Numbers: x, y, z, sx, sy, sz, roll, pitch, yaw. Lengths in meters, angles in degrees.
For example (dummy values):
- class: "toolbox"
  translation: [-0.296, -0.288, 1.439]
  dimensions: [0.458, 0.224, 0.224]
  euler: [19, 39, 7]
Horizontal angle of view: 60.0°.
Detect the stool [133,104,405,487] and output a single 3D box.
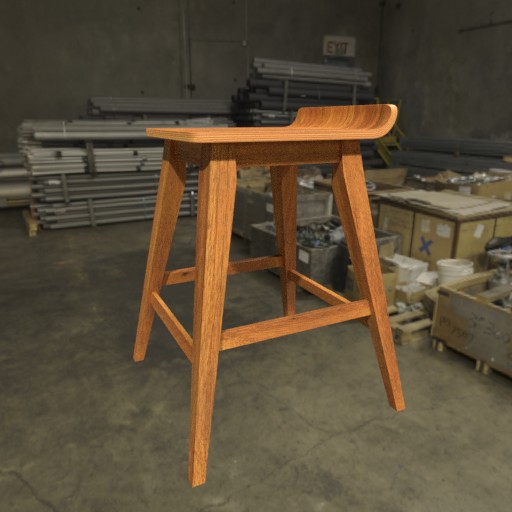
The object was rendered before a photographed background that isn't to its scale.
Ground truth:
- class: "stool"
  translation: [0.000, 0.000, 1.008]
  dimensions: [0.500, 0.650, 0.500]
  euler: [-8, 19, -25]
